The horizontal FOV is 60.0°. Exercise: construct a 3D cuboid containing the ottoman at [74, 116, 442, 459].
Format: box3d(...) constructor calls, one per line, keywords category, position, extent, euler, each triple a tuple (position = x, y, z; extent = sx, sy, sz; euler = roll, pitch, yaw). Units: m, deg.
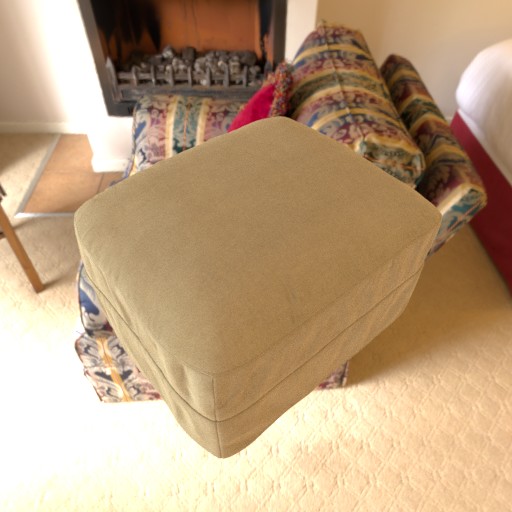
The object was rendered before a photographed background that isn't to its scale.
box3d(category="ottoman", position=(0.000, 0.000, 1.093), extent=(0.712, 0.480, 0.584), euler=(-32, 55, -26))
